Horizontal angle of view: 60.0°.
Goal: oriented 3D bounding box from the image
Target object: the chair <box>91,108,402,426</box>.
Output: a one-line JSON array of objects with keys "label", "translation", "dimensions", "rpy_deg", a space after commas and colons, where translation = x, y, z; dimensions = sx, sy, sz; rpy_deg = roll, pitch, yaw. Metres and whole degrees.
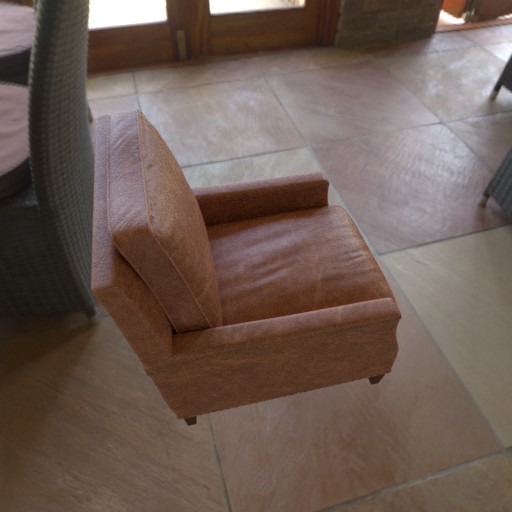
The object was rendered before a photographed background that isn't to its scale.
[{"label": "chair", "translation": [0.000, 0.000, 1.774], "dimensions": [1.035, 1.054, 0.854], "rpy_deg": [-10, 48, -9]}]
